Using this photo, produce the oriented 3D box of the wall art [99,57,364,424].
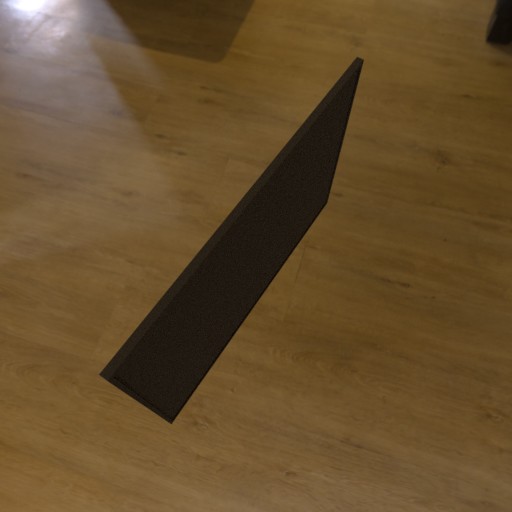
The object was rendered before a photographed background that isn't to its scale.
[{"bbox_3d":[0.000,0.000,1.531,0.028,0.805,1.190,31,67,14],"label":"wall art"}]
